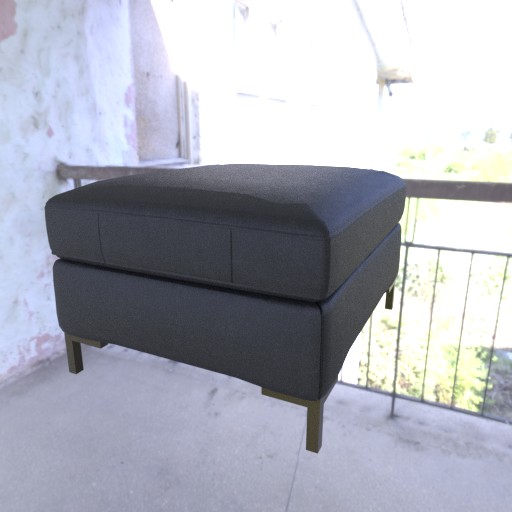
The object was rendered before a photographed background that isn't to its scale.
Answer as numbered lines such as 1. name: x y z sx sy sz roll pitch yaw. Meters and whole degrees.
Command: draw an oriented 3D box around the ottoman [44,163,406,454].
1. ottoman: 0.000 0.000 1.784 0.967 0.696 1.187 8 18 25
